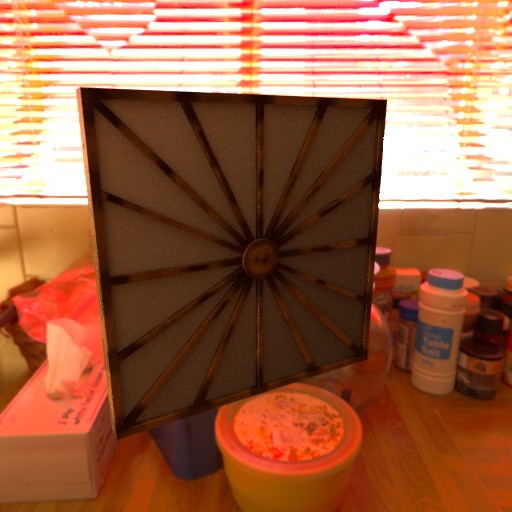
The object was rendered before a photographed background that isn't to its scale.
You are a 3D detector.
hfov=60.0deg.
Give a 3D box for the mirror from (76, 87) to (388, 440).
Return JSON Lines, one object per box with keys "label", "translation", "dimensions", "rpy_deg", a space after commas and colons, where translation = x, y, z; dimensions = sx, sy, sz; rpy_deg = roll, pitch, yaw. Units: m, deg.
{"label": "mirror", "translation": [0.000, 0.000, 0.741], "dimensions": [0.509, 0.507, 0.042], "rpy_deg": [-9, 18, -28]}
